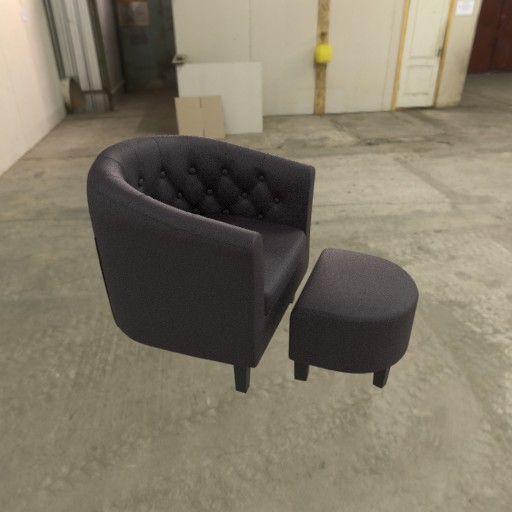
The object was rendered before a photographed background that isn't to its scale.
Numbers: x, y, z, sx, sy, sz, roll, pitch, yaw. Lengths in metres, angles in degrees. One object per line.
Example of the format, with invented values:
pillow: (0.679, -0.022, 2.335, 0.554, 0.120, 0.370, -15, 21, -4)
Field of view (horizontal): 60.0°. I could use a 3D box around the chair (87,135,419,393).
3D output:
chair: (0.000, 0.000, 1.679, 1.191, 0.760, 0.763, 10, 31, 18)
